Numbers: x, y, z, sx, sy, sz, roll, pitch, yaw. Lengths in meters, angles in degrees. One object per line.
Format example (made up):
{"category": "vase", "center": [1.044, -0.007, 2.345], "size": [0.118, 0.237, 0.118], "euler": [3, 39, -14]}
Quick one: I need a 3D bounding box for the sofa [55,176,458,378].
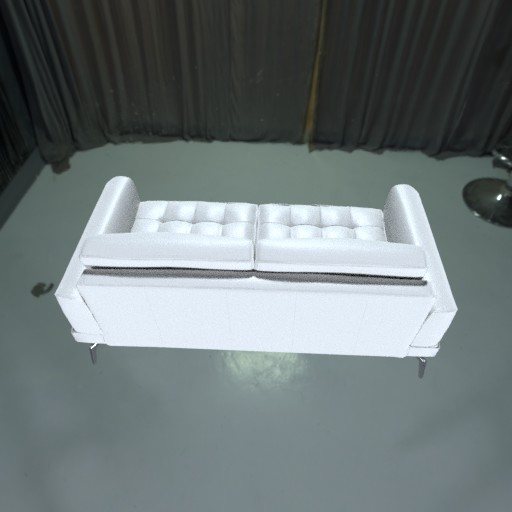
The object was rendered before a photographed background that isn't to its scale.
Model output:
{"category": "sofa", "center": [0.000, 0.000, 2.788], "size": [2.177, 0.930, 1.121], "euler": [2, 47, 2]}
